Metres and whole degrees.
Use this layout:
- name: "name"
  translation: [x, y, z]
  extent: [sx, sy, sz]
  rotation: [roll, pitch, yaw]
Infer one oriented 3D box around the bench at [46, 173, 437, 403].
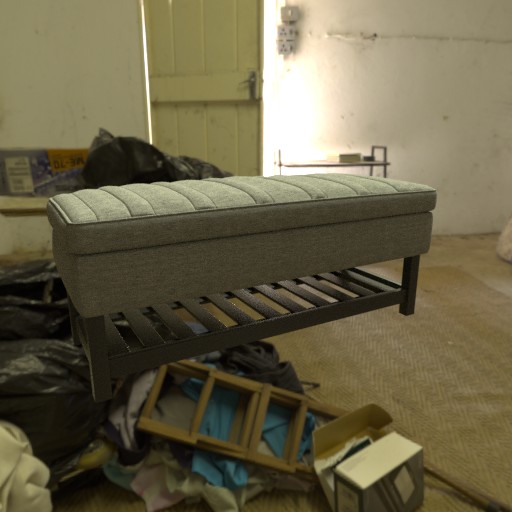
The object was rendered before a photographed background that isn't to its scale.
- name: "bench"
  translation: [0.000, 0.000, 1.347]
  extent: [1.100, 0.470, 0.429]
  rotation: [-9, 18, -28]
